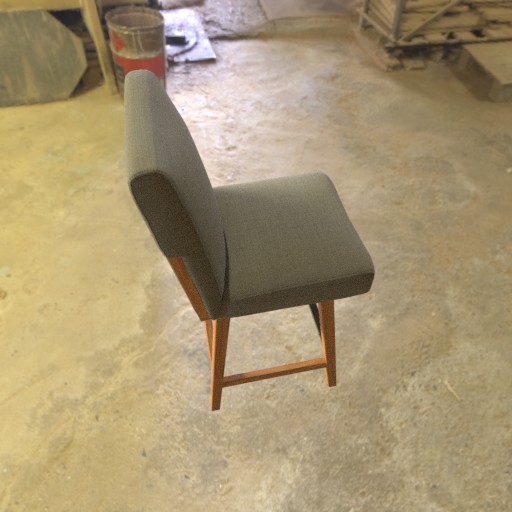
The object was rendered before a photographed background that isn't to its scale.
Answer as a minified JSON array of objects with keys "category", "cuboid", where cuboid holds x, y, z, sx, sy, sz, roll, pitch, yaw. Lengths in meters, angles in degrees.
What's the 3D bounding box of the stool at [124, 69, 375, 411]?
[{"category":"stool","cuboid":[0.000,0.000,1.330,0.570,1.019,0.459,-9,49,-8]}]
